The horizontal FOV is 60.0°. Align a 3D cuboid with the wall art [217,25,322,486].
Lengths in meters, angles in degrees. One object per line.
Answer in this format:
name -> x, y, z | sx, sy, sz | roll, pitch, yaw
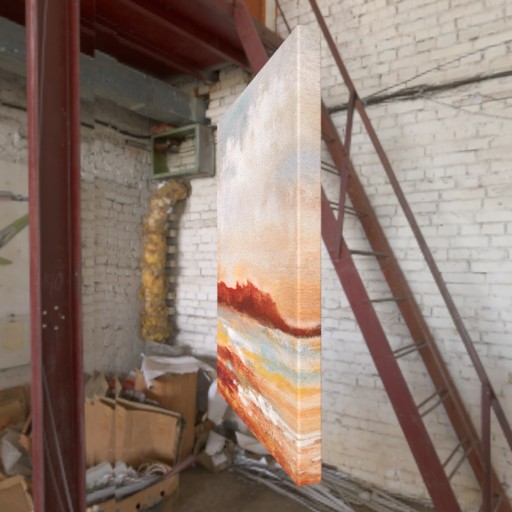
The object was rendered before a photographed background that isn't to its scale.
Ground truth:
wall art -> 0.000, 0.000, 0.792 | 0.035, 0.605, 0.443 | 0, -1, -19
